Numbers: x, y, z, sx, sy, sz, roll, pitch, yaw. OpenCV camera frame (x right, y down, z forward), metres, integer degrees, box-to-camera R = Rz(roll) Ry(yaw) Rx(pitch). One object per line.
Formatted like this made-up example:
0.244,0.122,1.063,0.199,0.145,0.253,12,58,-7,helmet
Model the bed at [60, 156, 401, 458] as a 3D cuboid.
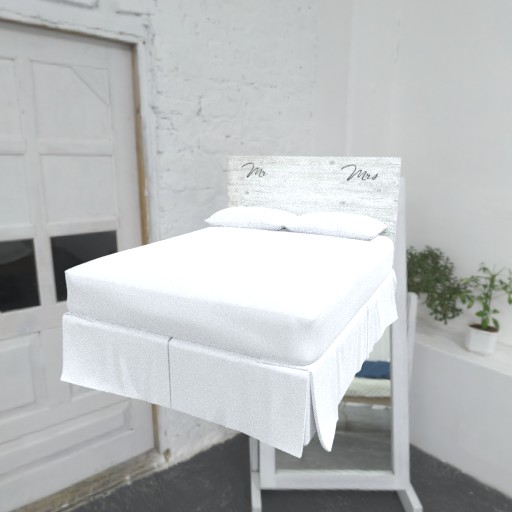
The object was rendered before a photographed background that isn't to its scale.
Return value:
0.000,0.000,3.120,1.745,1.335,2.094,7,15,27,bed
